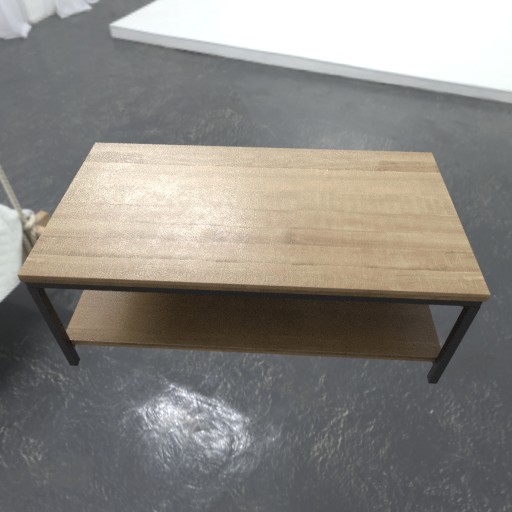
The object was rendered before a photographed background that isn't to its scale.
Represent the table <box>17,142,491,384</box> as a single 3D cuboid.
[{"bbox_3d":[0.000,0.000,1.333,1.062,0.393,0.574,2,45,2],"label":"table"}]
